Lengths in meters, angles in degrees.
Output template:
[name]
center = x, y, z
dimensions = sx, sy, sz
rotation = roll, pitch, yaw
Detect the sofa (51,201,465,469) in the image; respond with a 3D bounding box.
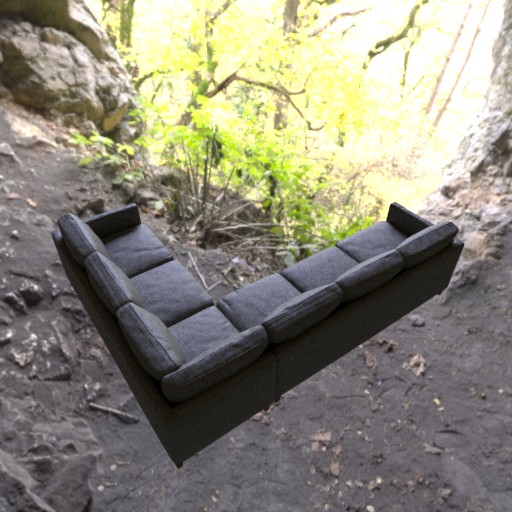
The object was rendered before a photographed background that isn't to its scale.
[sofa]
center = 0.000, 0.000, 4.548
dimensions = 3.302, 0.947, 2.593
rotation = -25, 47, -26
